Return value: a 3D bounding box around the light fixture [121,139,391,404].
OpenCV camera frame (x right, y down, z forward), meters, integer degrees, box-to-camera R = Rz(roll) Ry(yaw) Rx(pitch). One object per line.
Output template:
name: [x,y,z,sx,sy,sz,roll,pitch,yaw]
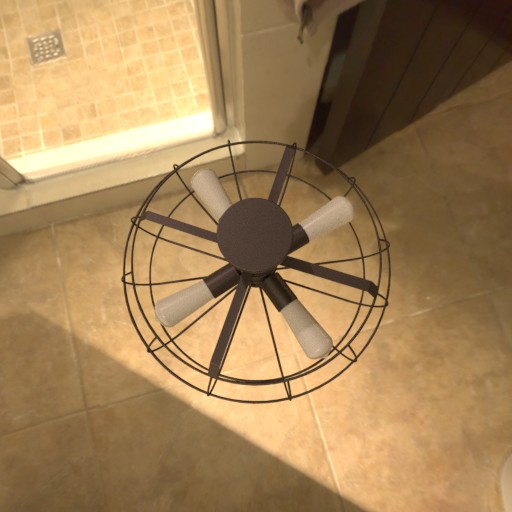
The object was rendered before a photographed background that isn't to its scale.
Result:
light fixture: [0.000,0.000,0.906,0.582,0.311,0.582,0,75,0]
